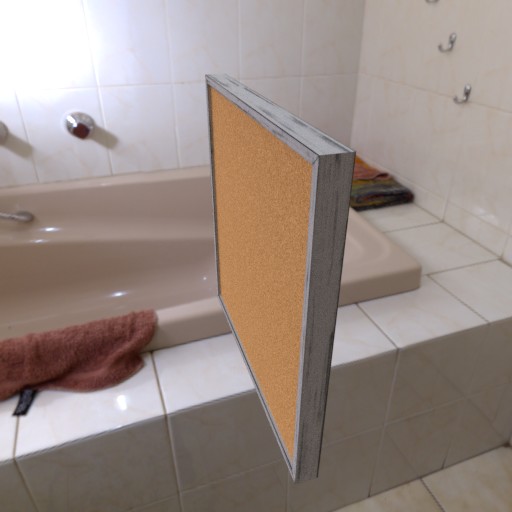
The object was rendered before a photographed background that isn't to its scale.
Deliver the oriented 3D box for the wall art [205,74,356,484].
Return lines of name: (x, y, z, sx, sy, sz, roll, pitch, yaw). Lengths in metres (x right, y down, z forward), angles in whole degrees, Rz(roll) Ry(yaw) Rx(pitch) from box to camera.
wall art: (0.000, 0.000, 0.749, 0.038, 0.506, 0.506, -9, 32, -15)
